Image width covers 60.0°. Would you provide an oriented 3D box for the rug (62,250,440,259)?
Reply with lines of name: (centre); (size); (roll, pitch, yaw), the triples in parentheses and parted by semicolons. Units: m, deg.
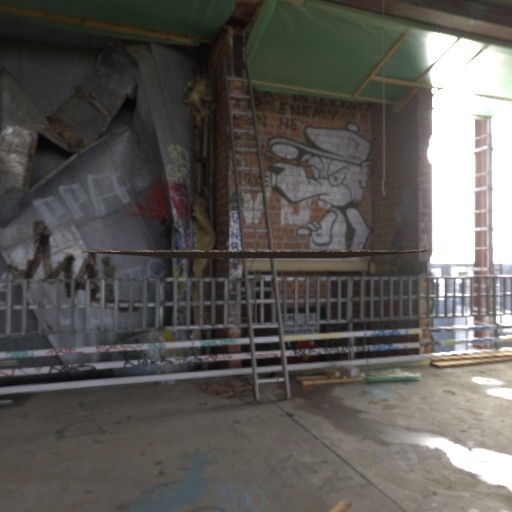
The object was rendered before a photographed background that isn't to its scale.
rug: (0.000, 0.000, 2.975); (1.524, 0.008, 2.438); (0, -1, 1)
